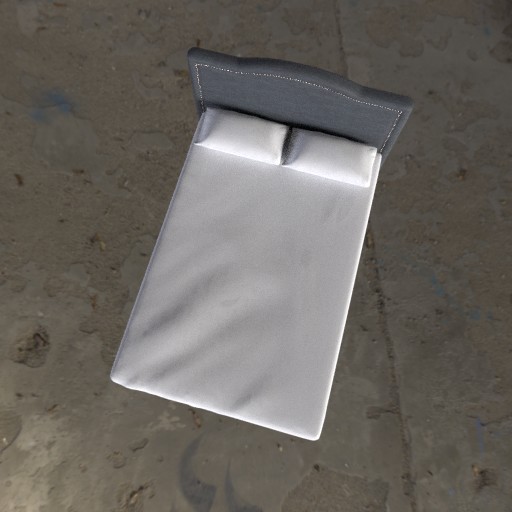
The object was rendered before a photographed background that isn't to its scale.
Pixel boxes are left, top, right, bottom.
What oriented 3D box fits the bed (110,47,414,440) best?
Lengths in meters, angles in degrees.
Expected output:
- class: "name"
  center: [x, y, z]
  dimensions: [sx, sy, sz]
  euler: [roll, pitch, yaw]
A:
- class: "bed"
  center: [0.000, 0.000, 3.475]
  dimensions: [1.747, 1.441, 2.507]
  euler: [15, 75, 4]
